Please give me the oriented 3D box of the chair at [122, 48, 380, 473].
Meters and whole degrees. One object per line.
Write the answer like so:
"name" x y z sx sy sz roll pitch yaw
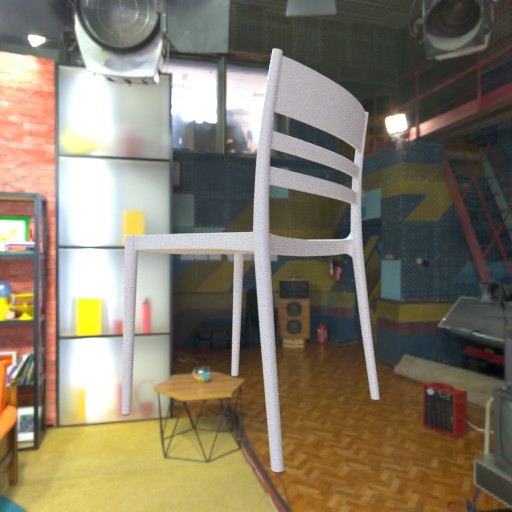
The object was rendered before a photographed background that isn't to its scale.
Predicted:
"chair" 0.000 0.000 1.164 0.511 0.800 0.531 0 0 35
